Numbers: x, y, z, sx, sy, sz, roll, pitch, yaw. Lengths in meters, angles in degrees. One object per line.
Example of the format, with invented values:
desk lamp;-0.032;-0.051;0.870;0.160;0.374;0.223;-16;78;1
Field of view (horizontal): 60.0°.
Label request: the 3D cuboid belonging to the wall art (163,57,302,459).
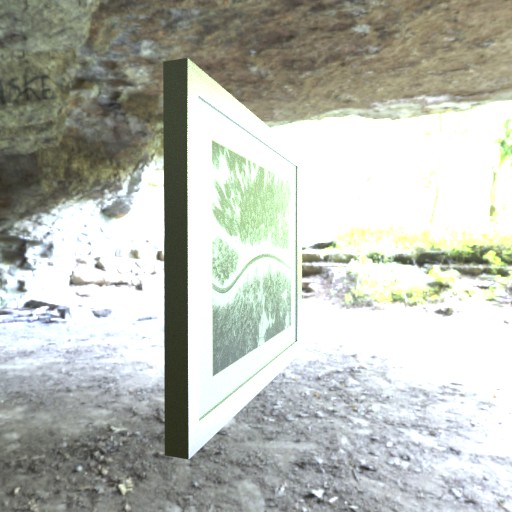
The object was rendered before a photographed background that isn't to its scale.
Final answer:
wall art;0.000;0.000;0.770;0.032;0.456;0.557;0;1;19
